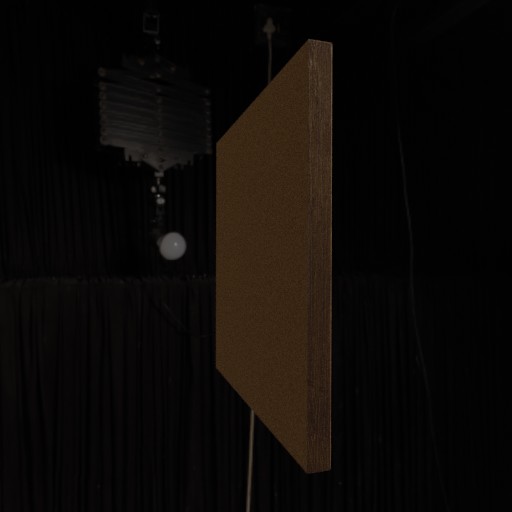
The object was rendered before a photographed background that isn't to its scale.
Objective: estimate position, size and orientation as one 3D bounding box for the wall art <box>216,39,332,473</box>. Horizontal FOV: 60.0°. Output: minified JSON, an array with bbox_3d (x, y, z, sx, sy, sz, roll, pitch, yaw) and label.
[{"bbox_3d":[0.000,0.000,0.910,0.042,0.608,0.611,0,1,-17],"label":"wall art"}]
